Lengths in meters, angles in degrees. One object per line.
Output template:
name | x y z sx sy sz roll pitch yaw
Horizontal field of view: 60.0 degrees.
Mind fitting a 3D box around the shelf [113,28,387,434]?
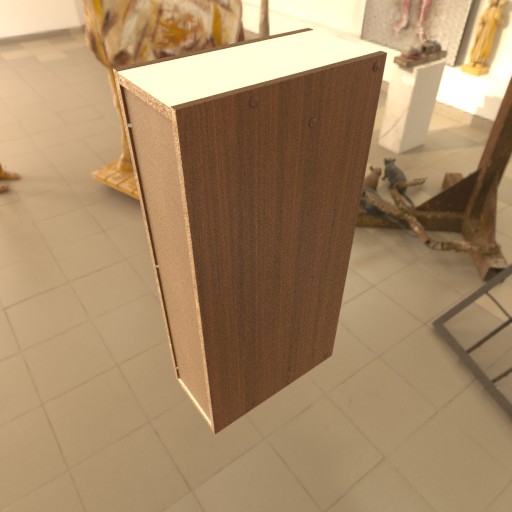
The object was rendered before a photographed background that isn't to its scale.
shelf | 0.000 0.000 0.710 0.290 0.600 0.147 -26 47 -27
